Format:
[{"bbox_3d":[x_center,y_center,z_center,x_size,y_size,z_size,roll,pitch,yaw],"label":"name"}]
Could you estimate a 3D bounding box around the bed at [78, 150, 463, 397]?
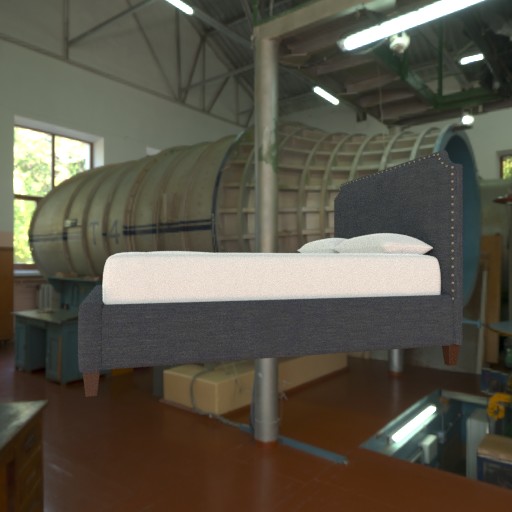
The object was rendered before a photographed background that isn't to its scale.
[{"bbox_3d":[0.000,0.000,3.357,2.372,1.443,1.713,0,0,-17],"label":"bed"}]
